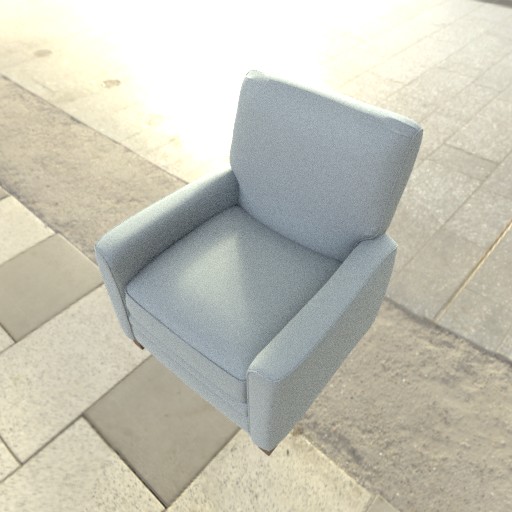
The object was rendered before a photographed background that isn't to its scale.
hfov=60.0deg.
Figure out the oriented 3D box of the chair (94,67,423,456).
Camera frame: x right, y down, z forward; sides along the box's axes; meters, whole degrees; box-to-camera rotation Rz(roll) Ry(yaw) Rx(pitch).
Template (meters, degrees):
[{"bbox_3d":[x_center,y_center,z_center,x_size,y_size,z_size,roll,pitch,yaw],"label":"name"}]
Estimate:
[{"bbox_3d":[0.000,0.000,1.625,0.853,1.007,0.846,31,54,26],"label":"chair"}]
